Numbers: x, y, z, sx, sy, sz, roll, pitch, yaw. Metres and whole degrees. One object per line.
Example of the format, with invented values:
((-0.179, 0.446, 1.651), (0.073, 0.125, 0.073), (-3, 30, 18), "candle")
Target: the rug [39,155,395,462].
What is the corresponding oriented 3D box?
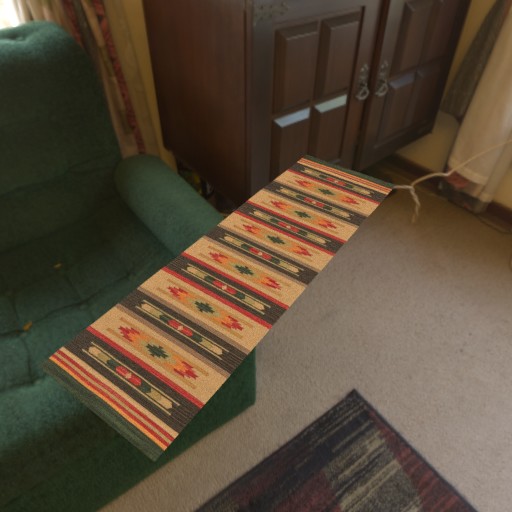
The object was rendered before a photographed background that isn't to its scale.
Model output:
((0.000, 0.000, 2.646), (0.760, 0.009, 2.440), (25, 48, 26), "rug")
